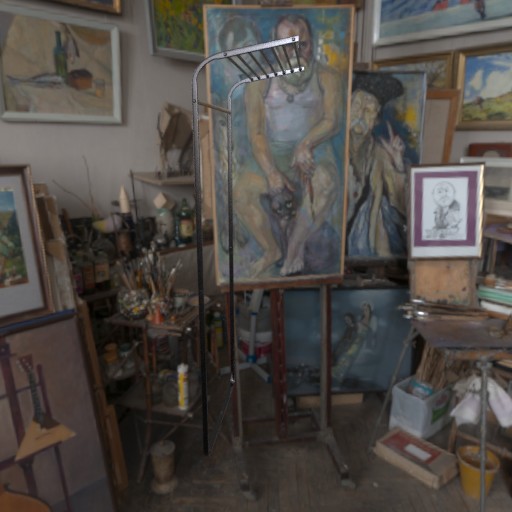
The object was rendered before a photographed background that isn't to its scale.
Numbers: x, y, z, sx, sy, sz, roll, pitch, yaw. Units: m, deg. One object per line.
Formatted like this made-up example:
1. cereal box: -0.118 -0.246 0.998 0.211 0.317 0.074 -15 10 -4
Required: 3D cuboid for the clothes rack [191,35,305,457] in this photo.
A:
1. clothes rack: 0.000 0.000 1.873 0.349 1.574 0.609 2 15 7
